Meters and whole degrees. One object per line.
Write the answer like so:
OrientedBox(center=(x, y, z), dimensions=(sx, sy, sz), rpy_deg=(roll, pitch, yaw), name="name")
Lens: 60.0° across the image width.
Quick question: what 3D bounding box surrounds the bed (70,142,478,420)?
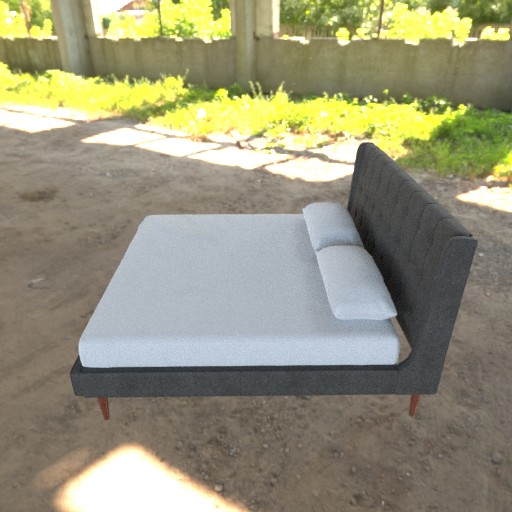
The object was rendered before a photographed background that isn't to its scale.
OrientedBox(center=(0.000, 0.000, 2.509), dimensions=(1.638, 0.933, 1.531), rpy_deg=(0, 27, -1), name="bed")
